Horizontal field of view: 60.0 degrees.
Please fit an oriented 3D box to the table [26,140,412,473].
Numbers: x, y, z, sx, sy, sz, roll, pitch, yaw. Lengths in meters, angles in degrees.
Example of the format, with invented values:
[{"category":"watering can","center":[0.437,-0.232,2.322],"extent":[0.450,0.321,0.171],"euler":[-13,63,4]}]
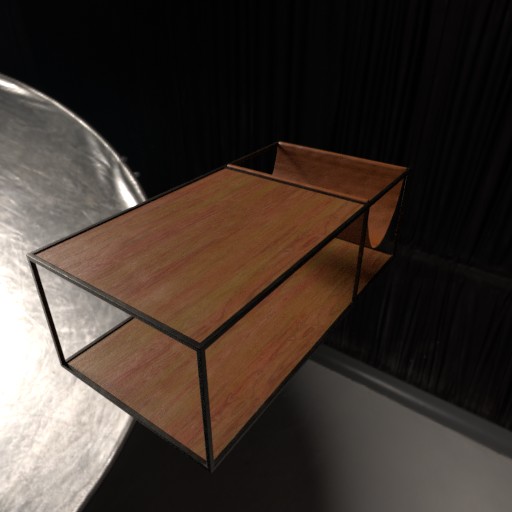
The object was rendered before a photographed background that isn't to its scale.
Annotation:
[{"category":"table","center":[0.000,0.000,1.508],"extent":[0.597,0.403,1.199],"euler":[20,37,30]}]
